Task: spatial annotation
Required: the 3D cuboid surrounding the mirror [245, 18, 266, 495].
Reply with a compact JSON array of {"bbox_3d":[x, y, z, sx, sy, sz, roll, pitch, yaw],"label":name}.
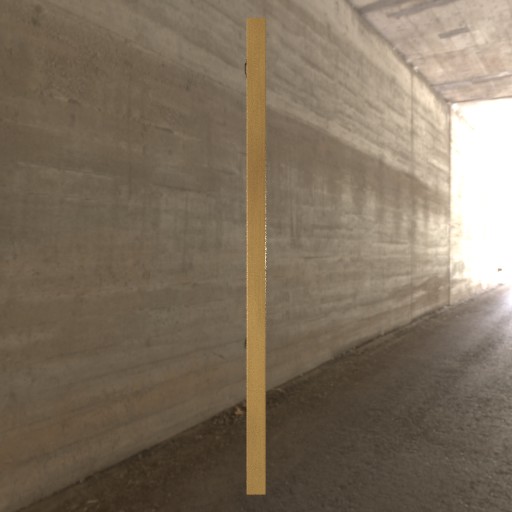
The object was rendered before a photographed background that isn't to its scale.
[{"bbox_3d":[0.000,0.000,1.155,0.041,0.915,0.609,0,0,0],"label":"mirror"}]
